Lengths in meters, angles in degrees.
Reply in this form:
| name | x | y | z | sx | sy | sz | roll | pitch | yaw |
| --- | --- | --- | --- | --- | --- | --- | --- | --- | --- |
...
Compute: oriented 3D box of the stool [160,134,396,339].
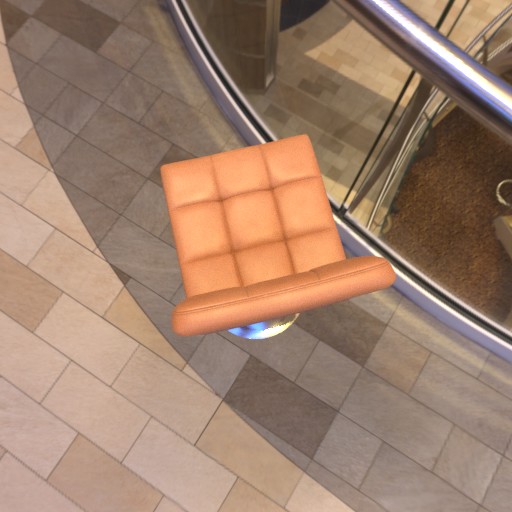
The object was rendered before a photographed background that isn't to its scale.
| name | x | y | z | sx | sy | sz | roll | pitch | yaw |
| --- | --- | --- | --- | --- | --- | --- | --- | --- | --- |
| stool | 0.000 | 0.000 | 1.364 | 0.430 | 1.115 | 0.505 | -13 | 76 | -3 |
